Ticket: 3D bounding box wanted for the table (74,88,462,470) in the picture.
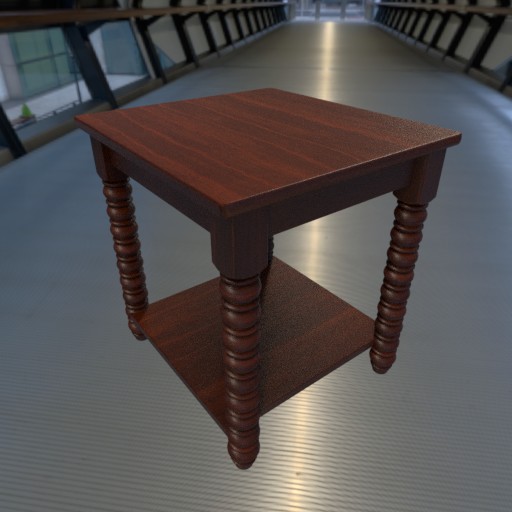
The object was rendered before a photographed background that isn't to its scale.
[{"bbox_3d":[0.000,0.000,0.960,0.500,0.567,0.533,-21,37,-31],"label":"table"}]
